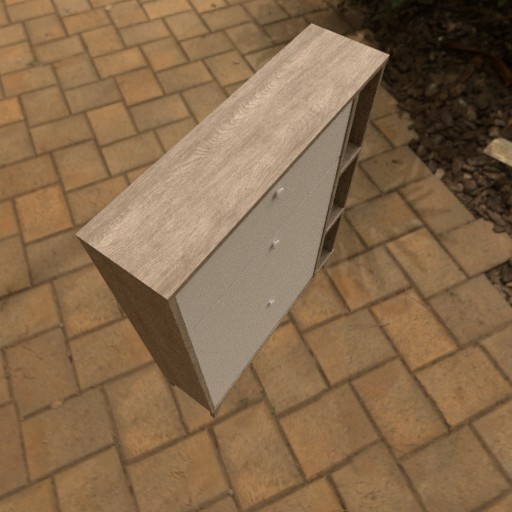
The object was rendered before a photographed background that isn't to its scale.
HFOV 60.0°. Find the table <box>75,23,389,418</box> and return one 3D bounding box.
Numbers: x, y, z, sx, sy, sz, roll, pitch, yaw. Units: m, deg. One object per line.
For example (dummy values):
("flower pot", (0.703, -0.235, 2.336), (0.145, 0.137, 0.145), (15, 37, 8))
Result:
("table", (0.000, 0.000, 1.537), (0.256, 1.135, 0.902), (32, 64, 18))
